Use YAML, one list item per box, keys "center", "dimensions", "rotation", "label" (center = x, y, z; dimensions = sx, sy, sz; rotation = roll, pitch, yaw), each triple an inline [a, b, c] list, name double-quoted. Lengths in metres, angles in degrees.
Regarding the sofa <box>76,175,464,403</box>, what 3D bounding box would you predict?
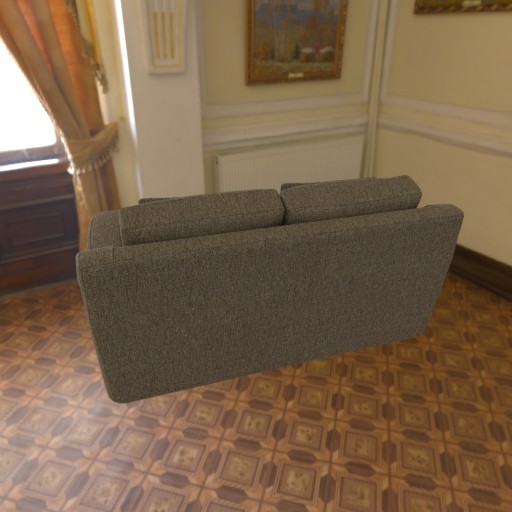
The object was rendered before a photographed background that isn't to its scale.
- center: [0.000, 0.000, 2.469]
  dimensions: [1.778, 0.991, 1.120]
  rotation: [-8, 28, -16]
  label: "sofa"
